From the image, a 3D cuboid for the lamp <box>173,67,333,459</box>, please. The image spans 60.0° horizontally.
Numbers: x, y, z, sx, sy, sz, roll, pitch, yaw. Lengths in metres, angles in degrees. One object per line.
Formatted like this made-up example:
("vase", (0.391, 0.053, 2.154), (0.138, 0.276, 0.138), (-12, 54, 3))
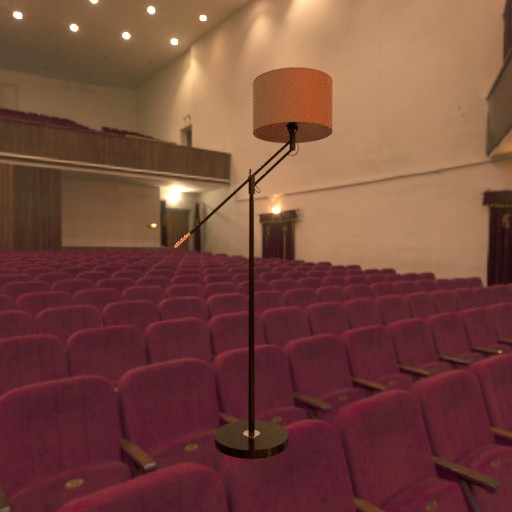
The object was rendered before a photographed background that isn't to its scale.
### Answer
("lamp", (0.000, 0.000, 1.962), (0.809, 1.635, 0.373), (0, 0, -38))
